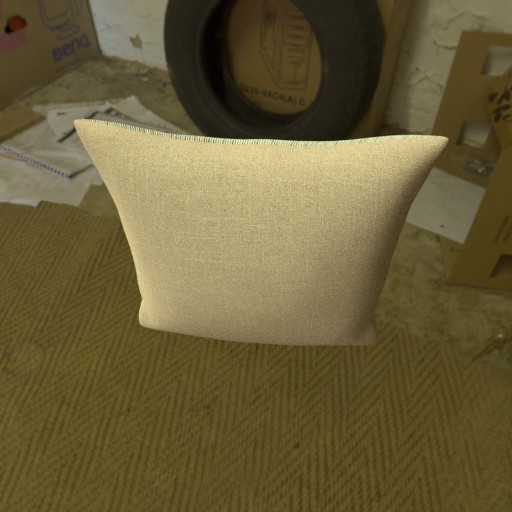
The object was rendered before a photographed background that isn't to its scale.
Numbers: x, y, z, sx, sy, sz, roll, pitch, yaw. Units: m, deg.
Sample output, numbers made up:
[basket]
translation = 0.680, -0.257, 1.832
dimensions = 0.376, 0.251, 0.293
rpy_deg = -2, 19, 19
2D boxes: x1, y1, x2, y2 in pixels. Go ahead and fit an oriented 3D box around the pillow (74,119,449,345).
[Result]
[pillow]
translation = 0.000, 0.000, 0.776
dimensions = 0.512, 0.506, 0.178
rpy_deg = 4, 47, 4
